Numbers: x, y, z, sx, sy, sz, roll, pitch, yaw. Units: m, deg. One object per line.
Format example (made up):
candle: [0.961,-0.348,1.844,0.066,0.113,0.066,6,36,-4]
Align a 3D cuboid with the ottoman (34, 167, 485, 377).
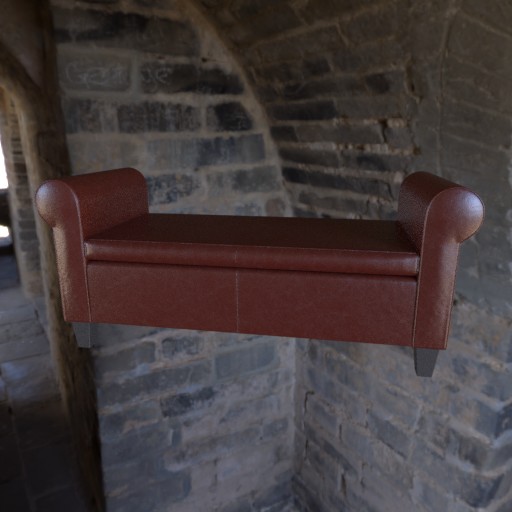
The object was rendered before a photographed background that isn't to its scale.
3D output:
ottoman: [0.000,0.000,1.508,1.256,0.547,0.521,3,15,10]
